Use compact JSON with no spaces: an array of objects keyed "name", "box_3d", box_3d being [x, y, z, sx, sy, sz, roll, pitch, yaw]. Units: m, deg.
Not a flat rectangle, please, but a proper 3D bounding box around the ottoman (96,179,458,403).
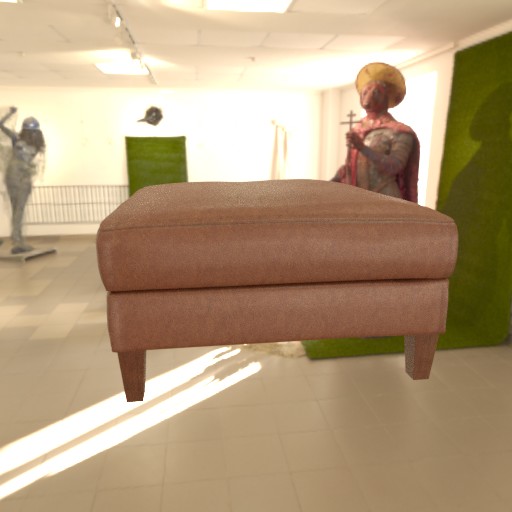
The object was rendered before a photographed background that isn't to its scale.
[{"name":"ottoman","box_3d":[0.000,0.000,1.472,0.836,0.472,0.987,-2,14,-8]}]
